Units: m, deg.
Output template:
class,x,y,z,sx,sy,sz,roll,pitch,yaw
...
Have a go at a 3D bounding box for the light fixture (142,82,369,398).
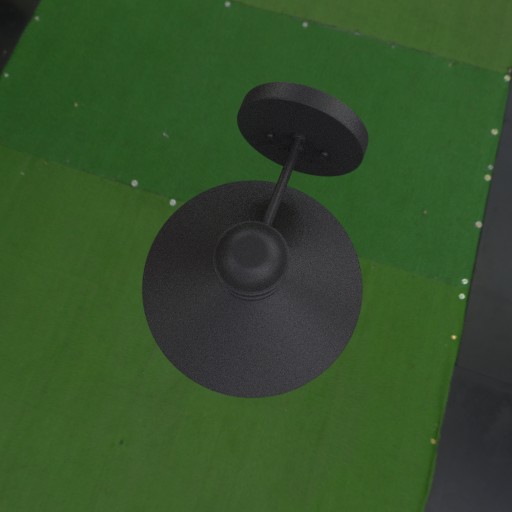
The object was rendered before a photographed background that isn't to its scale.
class,x,y,z,sx,sy,sz,roll,pitch,yaw
light fixture,0.000,0.000,0.680,0.396,0.265,0.434,20,77,5
